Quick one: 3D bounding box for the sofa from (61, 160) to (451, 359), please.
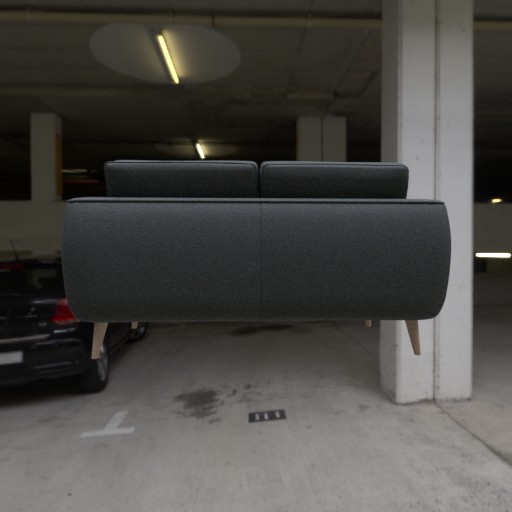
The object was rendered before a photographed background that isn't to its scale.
[{"bbox_3d":[0.000,0.000,2.271,1.700,0.850,0.920,0,1,-3],"label":"sofa"}]
